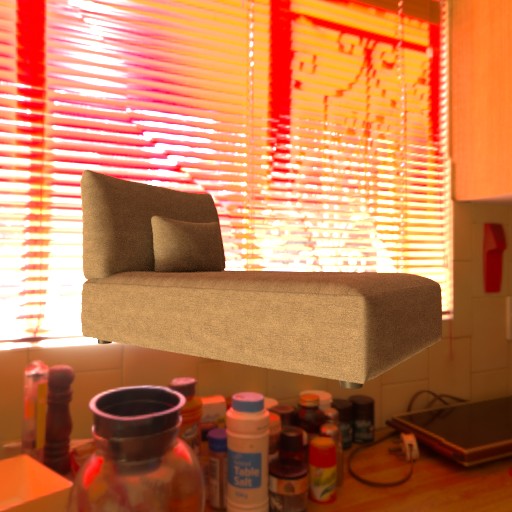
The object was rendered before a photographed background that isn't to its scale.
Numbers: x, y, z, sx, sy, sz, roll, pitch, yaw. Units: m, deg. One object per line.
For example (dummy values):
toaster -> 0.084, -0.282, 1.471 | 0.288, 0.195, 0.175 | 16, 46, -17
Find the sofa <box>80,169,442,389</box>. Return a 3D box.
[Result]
sofa -> 0.000, 0.000, 2.049 | 1.450, 0.820, 0.930 | -1, -1, 36
